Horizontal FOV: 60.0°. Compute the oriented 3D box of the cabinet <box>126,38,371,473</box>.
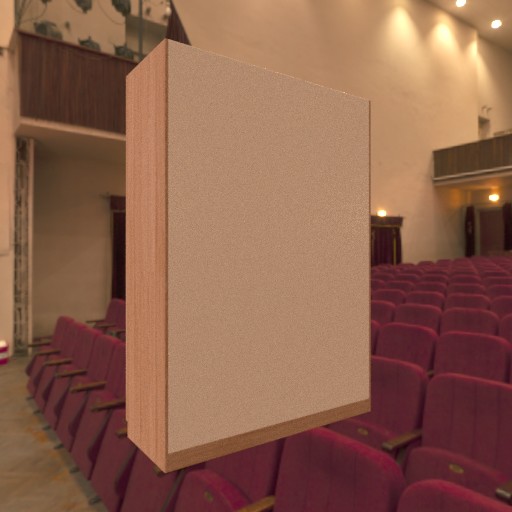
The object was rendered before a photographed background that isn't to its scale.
[{"bbox_3d":[0.000,0.000,2.830,1.500,2.120,0.590,0,0,-35],"label":"cabinet"}]
